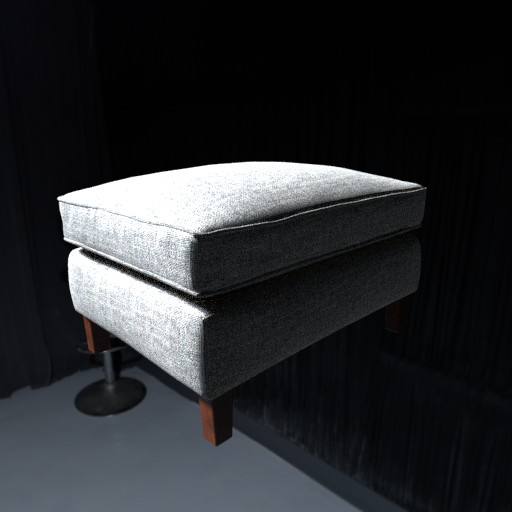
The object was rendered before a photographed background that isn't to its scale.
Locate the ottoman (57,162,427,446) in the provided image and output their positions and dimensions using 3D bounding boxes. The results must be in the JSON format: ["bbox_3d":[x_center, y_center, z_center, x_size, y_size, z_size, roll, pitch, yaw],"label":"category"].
[{"bbox_3d":[0.000,0.000,0.993,0.686,0.406,0.508,-15,22,-42],"label":"ottoman"}]
